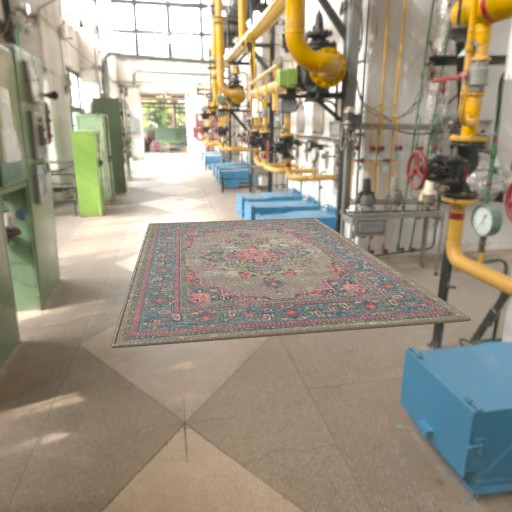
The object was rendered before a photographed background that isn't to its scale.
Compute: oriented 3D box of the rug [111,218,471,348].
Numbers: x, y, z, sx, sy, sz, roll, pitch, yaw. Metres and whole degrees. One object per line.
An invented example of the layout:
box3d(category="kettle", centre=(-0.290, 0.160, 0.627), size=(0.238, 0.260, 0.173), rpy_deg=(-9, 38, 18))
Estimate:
box3d(category="rug", centre=(0.000, 0.000, 2.188), size=(1.144, 0.014, 1.748), rpy_deg=(-3, 16, -9))
